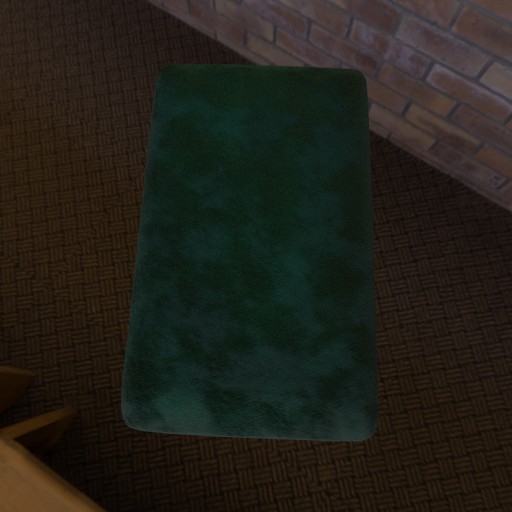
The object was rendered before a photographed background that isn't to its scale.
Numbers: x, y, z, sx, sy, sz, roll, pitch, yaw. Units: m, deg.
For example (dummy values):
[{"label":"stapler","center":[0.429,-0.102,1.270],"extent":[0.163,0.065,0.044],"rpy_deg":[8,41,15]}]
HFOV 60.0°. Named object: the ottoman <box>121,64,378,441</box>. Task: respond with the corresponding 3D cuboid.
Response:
[{"label":"ottoman","center":[0.000,0.000,1.219],"extent":[0.536,0.533,0.886],"rpy_deg":[2,75,1]}]
